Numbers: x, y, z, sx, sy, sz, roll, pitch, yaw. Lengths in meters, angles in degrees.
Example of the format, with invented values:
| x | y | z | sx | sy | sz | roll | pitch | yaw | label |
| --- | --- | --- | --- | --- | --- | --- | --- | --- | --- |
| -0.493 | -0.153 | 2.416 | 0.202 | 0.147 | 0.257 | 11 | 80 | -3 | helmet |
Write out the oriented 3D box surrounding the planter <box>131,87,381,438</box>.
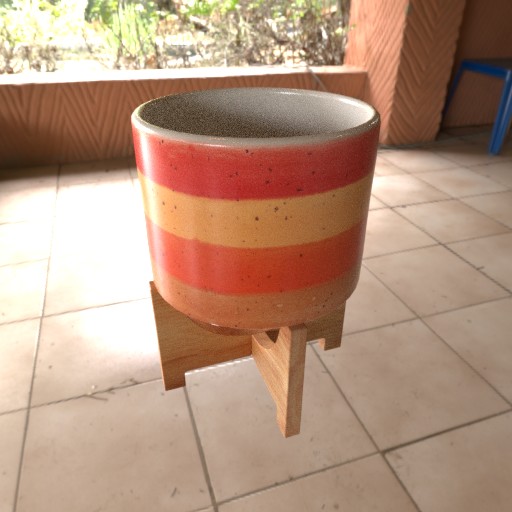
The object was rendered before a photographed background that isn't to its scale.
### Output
| x | y | z | sx | sy | sz | roll | pitch | yaw | label |
| --- | --- | --- | --- | --- | --- | --- | --- | --- | --- |
| 0.000 | 0.000 | 0.413 | 0.199 | 0.268 | 0.199 | 0 | 30 | 0 | planter |
